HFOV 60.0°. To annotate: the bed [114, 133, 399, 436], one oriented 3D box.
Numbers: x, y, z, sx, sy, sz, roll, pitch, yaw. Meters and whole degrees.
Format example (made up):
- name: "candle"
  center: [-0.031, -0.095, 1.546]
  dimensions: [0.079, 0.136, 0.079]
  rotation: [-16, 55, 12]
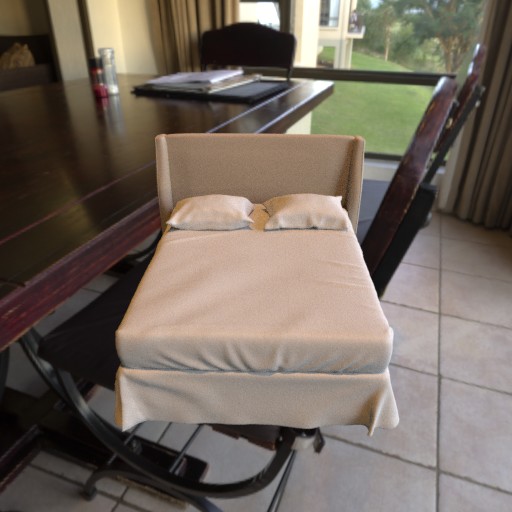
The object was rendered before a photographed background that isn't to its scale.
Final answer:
- name: "bed"
  center: [0.000, 0.000, 3.443]
  dimensions: [1.925, 1.332, 2.276]
  rotation: [1, 30, 1]
